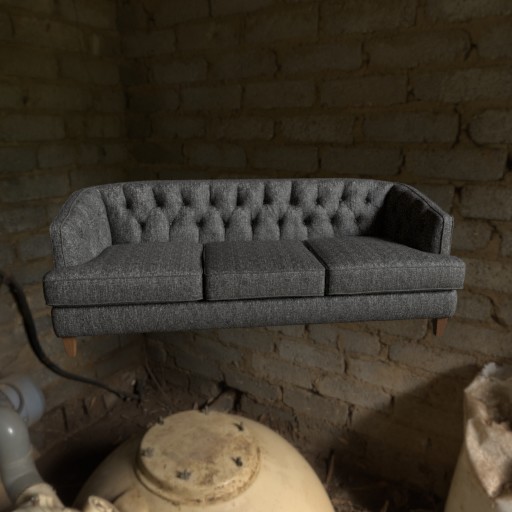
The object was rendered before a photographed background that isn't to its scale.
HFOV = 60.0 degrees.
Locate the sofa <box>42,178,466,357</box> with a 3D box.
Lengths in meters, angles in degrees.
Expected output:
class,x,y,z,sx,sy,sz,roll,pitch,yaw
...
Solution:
class,x,y,z,sx,sy,sz,roll,pitch,yaw
sofa,0.000,0.000,2.754,2.278,0.855,0.941,-2,16,-6
